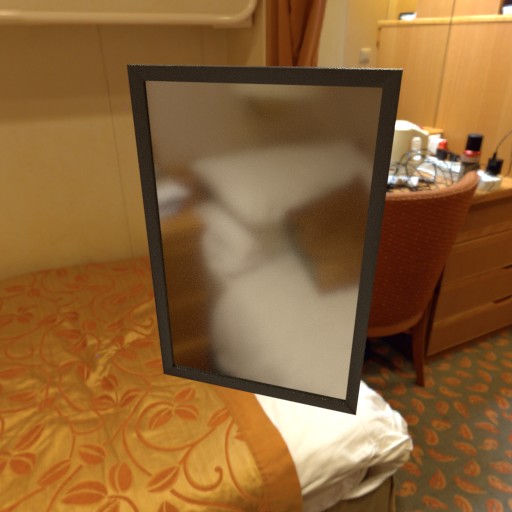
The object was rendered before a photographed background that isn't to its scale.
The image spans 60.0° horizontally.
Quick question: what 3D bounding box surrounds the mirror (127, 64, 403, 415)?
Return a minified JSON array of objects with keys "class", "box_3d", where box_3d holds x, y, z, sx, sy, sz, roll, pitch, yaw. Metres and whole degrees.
[{"class":"mirror","box_3d":[0.000,0.000,1.161,0.609,0.915,0.040,8,27,15]}]
